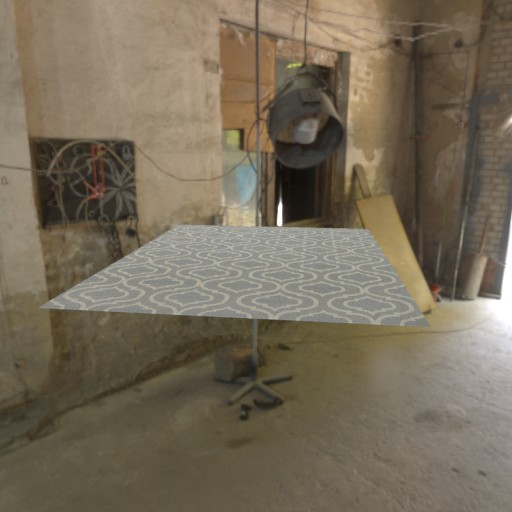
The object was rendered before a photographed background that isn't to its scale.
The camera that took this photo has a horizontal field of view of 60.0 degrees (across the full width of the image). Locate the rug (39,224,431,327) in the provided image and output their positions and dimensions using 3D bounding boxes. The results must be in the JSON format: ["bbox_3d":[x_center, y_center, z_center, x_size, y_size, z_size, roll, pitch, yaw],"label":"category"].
[{"bbox_3d":[0.000,0.000,3.938,2.283,0.006,2.892,2,14,7],"label":"rug"}]
